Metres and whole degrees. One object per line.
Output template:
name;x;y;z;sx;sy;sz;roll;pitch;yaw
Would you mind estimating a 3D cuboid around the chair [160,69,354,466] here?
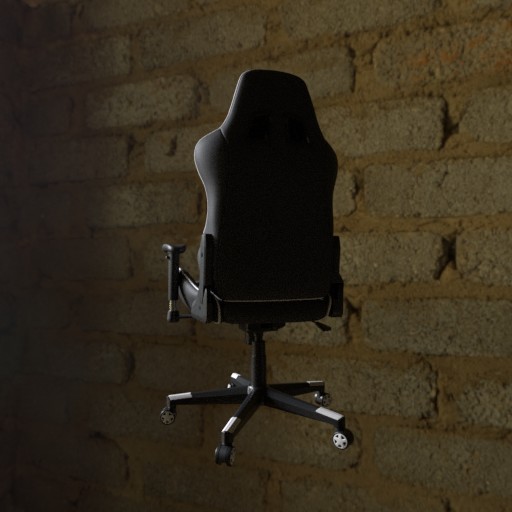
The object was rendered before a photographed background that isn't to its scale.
chair;0.000;0.000;1.675;0.700;1.240;0.700;0;0;-18
